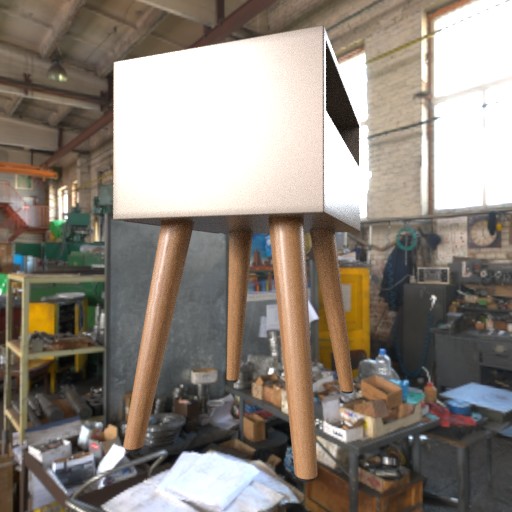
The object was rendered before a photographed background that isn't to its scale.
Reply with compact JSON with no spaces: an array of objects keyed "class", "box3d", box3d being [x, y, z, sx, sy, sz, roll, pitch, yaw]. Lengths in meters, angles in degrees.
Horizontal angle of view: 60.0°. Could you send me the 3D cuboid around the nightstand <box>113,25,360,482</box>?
[{"class":"nightstand","box3d":[0.000,0.000,0.709,0.288,0.508,0.370,0,0,19]}]
